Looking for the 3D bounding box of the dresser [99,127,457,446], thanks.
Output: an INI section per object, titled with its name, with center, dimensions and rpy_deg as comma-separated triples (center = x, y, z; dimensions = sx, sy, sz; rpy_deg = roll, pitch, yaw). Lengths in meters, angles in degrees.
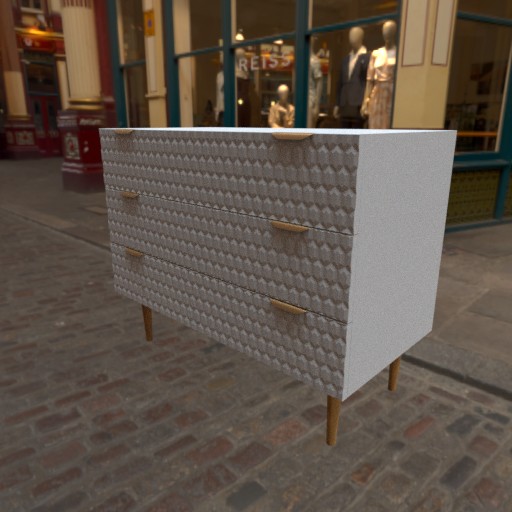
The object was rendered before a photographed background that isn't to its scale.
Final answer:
[dresser]
center = 0.000, 0.000, 1.314
dimensions = 0.905, 0.721, 0.457
rpy_deg = 15, 23, 41
